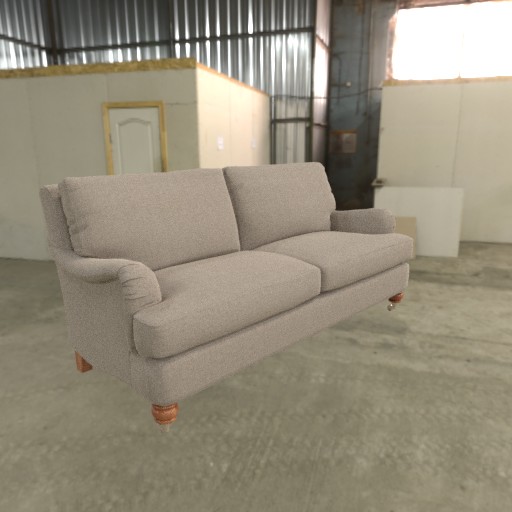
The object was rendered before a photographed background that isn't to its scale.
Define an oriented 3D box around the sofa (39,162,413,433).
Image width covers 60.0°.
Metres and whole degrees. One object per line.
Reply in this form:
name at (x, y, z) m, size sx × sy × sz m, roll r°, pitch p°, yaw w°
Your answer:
sofa at (0.000, 0.000, 2.724) m, size 1.087 × 1.054 × 2.160 m, roll 14°, pitch 21°, yaw 43°
